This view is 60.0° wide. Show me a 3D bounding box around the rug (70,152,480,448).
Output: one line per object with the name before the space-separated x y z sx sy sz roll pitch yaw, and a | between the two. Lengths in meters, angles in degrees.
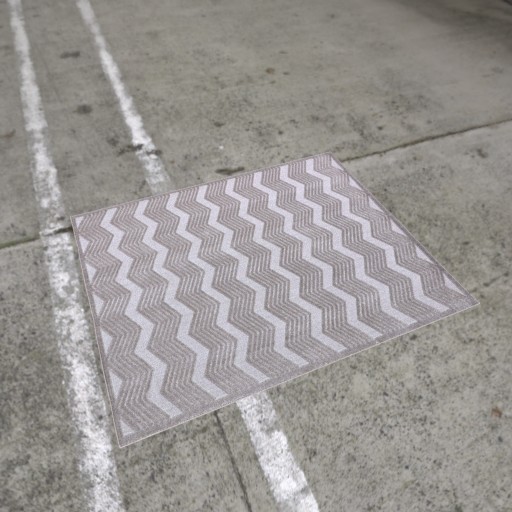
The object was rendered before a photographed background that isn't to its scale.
rug | 0.000 0.000 3.913 2.880 0.005 2.391 -17 48 -16
